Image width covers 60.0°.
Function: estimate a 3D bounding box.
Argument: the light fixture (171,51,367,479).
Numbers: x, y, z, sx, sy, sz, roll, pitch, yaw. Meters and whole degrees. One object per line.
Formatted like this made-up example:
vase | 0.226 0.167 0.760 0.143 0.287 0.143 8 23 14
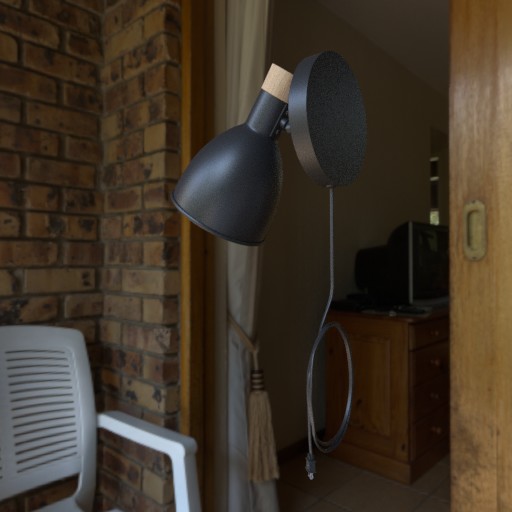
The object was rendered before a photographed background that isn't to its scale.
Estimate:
light fixture | 0.000 0.000 0.484 0.203 0.401 0.127 0 -1 37
